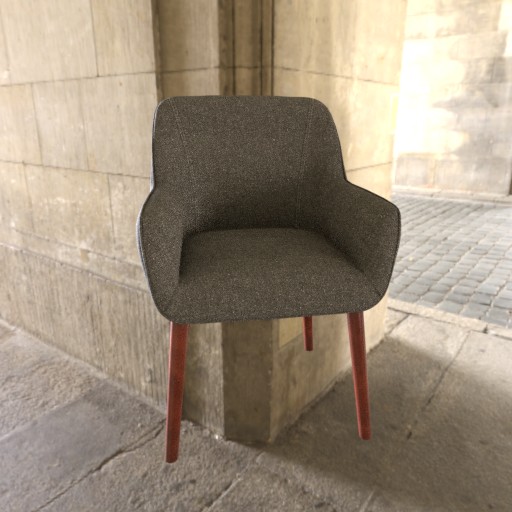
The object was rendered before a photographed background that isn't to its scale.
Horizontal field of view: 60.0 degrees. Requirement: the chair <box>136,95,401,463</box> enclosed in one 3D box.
[{"bbox_3d":[0.000,0.000,1.148,0.543,0.803,0.519,-3,18,-9],"label":"chair"}]
